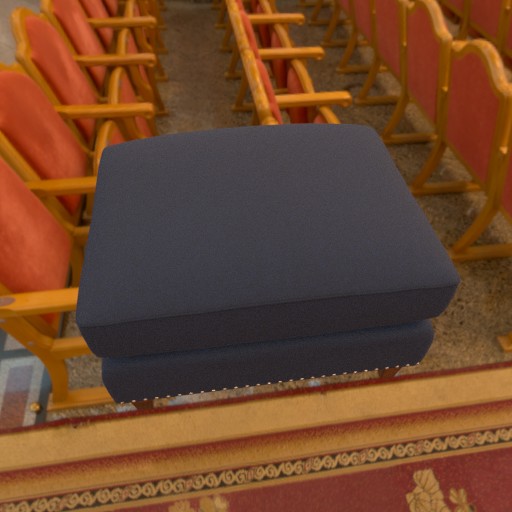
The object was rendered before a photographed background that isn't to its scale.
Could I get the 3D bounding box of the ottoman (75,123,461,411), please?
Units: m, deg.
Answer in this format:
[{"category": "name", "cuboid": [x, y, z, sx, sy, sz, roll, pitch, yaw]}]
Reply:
[{"category": "ottoman", "cuboid": [0.000, 0.000, 1.137, 0.741, 0.513, 0.584, -6, 48, -5]}]
